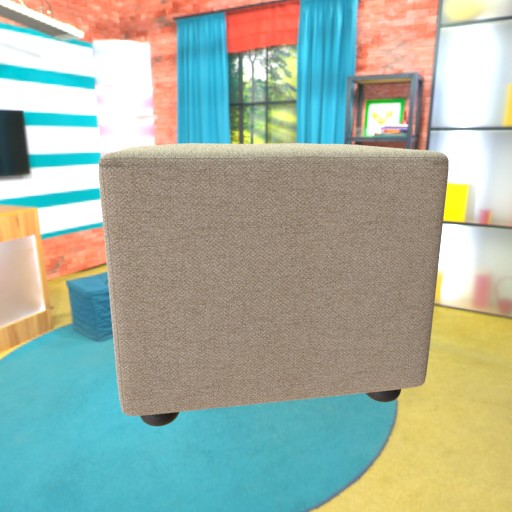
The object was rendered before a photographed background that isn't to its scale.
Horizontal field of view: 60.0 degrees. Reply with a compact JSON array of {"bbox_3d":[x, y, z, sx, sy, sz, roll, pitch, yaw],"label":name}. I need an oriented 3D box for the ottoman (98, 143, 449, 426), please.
[{"bbox_3d":[0.000,0.000,0.878,0.508,0.432,0.508,-3,15,-10],"label":"ottoman"}]
